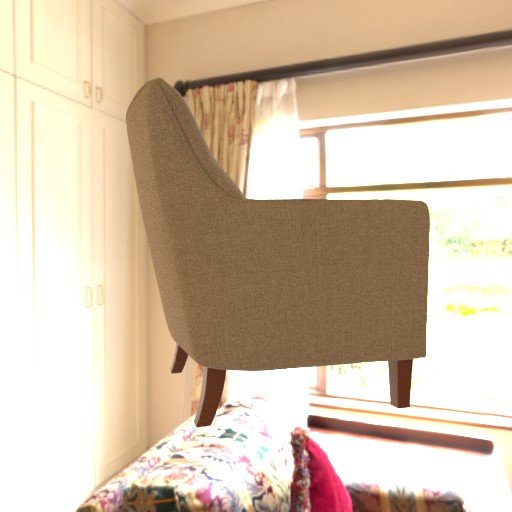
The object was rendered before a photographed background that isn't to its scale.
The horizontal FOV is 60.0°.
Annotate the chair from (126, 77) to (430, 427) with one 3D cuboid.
[{"bbox_3d":[0.000,0.000,1.768,0.993,1.047,0.887,0,1,-18],"label":"chair"}]
